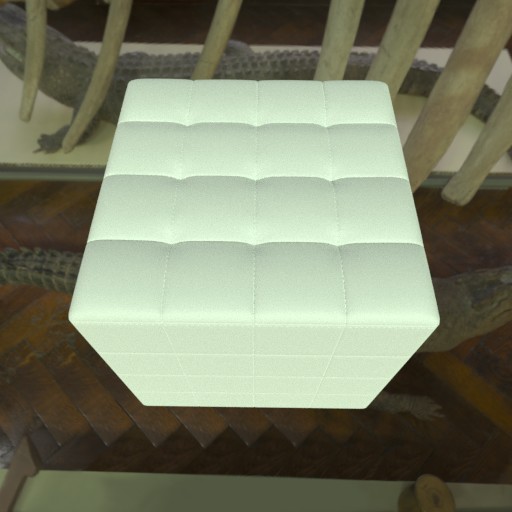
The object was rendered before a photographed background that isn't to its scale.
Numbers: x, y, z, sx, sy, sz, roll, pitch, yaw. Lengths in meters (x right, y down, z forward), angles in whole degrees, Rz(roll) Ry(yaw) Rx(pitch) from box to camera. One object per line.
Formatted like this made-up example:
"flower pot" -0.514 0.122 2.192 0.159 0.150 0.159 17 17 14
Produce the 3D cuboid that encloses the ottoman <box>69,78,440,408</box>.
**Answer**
"ottoman" 0.000 0.000 0.778 0.425 0.432 0.425 1 58 0
